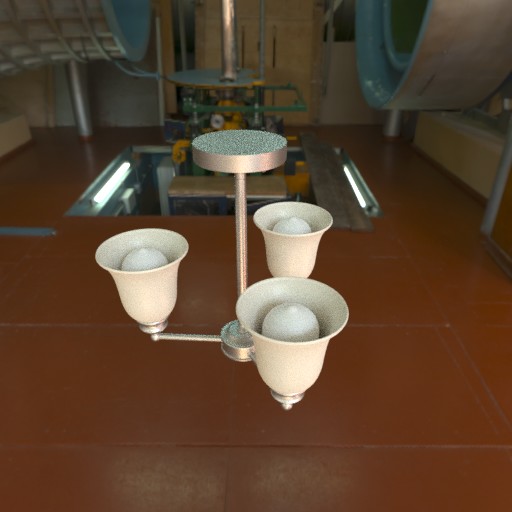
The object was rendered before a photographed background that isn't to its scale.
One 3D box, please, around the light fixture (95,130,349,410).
[{"bbox_3d":[0.000,0.000,0.682,0.388,0.370,0.354,19,35,29],"label":"light fixture"}]
